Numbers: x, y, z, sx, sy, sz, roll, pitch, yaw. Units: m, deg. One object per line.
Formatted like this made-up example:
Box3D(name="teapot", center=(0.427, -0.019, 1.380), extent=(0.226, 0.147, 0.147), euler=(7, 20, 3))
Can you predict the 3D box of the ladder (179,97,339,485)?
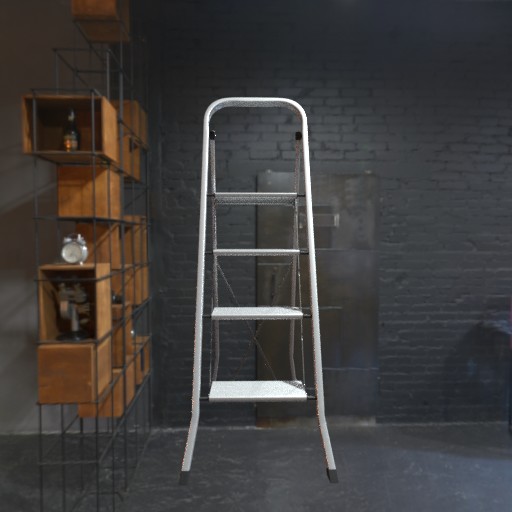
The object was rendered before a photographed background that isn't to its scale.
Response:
Box3D(name="ladder", center=(0.000, 0.000, 1.673), extent=(0.465, 1.290, 0.830), euler=(0, 2, -1))
